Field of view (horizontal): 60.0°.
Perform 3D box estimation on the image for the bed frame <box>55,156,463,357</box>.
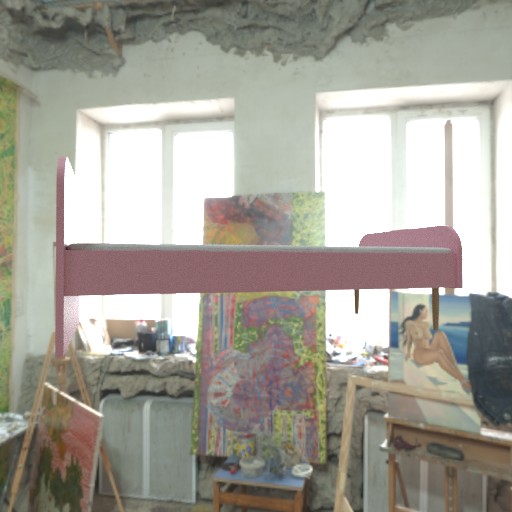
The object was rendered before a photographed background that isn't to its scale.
[{"bbox_3d":[0.000,0.000,2.497,1.963,0.805,0.998,0,-1,-18],"label":"bed frame"}]
